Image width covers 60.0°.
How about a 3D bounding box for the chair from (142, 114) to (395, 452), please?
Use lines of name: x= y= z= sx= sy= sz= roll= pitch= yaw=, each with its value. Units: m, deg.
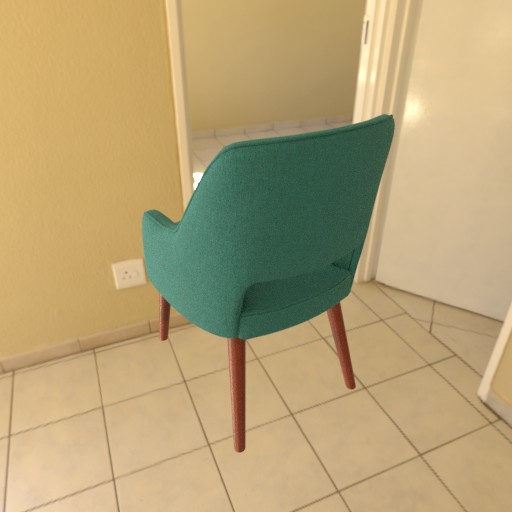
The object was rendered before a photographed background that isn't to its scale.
chair: x=0.000 y=0.000 z=1.249 sx=0.548 sy=0.849 sz=0.605 roll=-18 pitch=36 yaw=-27
